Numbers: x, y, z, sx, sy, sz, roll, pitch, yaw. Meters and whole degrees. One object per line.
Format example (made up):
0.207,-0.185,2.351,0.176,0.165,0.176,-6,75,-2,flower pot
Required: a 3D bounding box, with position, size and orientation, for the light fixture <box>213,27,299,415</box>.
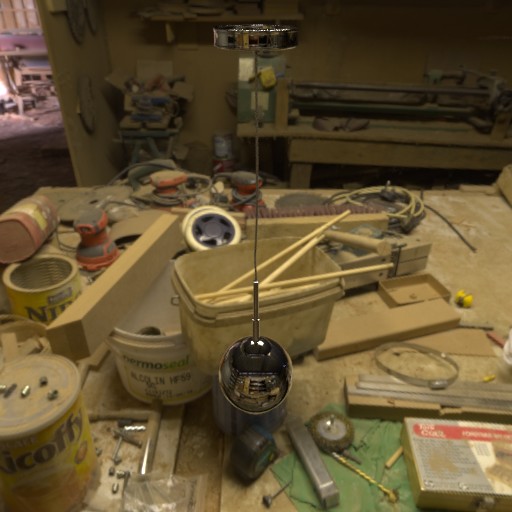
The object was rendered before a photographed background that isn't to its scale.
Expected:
0.000,0.000,1.673,0.336,1.538,0.336,1,31,1,light fixture
